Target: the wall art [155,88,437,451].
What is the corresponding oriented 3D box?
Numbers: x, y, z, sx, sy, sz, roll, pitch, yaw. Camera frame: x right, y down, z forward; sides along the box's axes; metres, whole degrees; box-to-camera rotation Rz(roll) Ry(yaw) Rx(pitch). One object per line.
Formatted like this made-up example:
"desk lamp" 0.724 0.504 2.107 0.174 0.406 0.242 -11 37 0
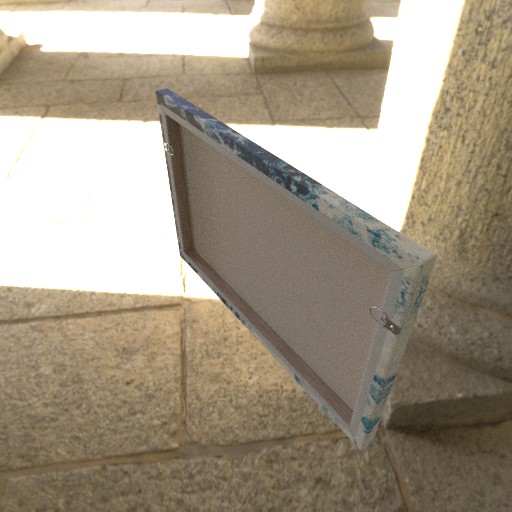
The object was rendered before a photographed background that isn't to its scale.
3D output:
"wall art" 0.000 0.000 1.169 0.042 0.610 0.915 -25 47 -27
